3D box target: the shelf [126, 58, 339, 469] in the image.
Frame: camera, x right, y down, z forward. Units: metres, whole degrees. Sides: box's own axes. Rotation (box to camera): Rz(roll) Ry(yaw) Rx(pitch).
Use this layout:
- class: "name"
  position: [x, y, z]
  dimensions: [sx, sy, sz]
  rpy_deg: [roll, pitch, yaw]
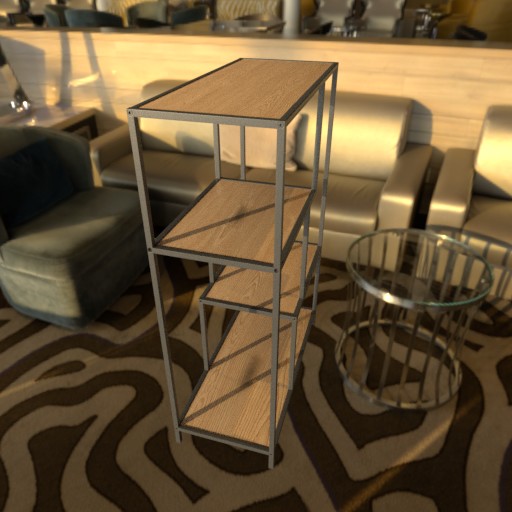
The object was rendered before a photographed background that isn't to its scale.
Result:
- class: "shelf"
  position: [0.000, 0.000, 1.520]
  dimensions: [0.350, 1.138, 0.770]
  rpy_deg: [9, 33, 14]
